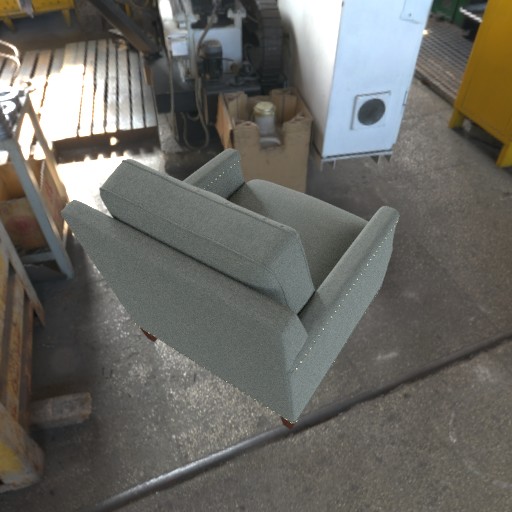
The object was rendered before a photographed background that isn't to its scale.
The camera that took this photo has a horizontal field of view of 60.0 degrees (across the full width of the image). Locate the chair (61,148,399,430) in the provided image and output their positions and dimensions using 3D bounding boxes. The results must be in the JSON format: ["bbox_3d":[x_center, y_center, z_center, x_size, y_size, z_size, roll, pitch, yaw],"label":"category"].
[{"bbox_3d":[0.000,0.000,1.848,0.885,1.031,1.031,25,50,23],"label":"chair"}]
